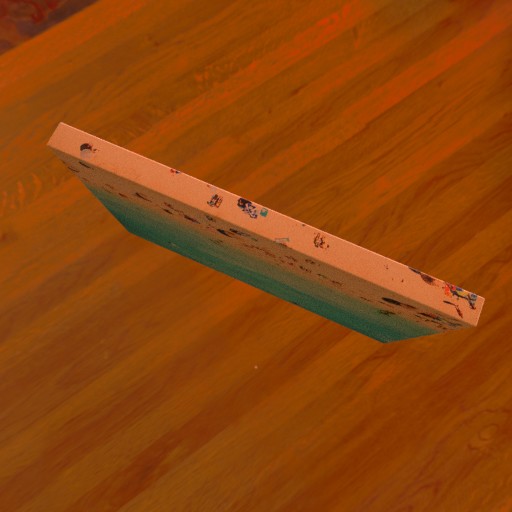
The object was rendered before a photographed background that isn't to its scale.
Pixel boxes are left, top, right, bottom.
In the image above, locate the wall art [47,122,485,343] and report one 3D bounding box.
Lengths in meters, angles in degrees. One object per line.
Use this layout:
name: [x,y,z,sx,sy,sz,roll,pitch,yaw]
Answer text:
wall art: [0.000,0.000,0.776,0.609,0.406,0.039,23,77,6]
